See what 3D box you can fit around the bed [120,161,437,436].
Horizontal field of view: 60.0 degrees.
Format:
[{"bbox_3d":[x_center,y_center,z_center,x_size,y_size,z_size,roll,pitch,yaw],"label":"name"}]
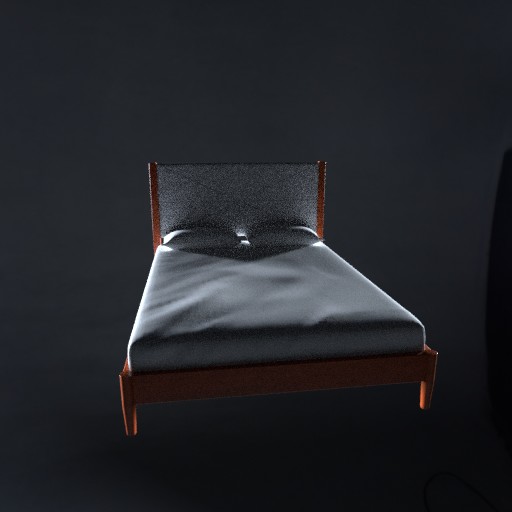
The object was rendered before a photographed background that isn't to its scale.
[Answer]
[{"bbox_3d":[0.000,0.000,3.068,1.566,1.165,2.117,-2,15,-8],"label":"bed"}]
